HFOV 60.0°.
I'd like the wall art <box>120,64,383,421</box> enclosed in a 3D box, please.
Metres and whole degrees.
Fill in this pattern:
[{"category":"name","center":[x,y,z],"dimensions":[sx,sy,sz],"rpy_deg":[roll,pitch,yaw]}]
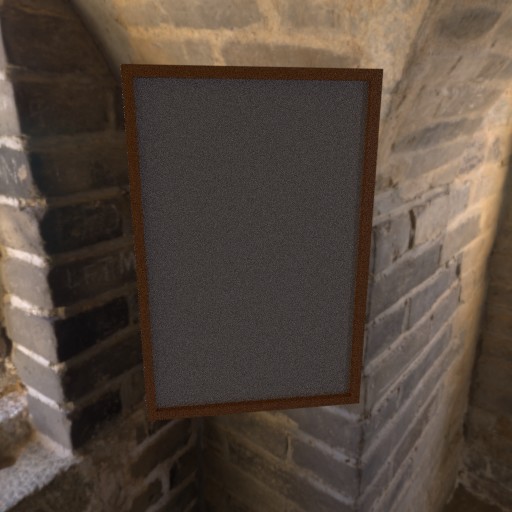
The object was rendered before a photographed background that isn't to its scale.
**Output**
[{"category":"wall art","center":[0.000,0.000,0.770],"dimensions":[0.405,0.608,0.025],"rpy_deg":[-2,16,-7]}]
